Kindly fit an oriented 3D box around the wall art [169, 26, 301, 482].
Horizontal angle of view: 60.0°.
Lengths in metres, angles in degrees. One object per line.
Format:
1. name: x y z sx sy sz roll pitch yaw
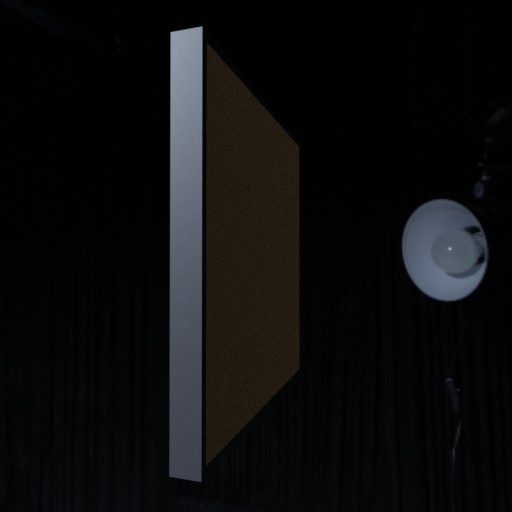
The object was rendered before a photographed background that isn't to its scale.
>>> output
1. wall art: 0.000 0.000 0.743 0.040 0.509 0.509 0 -1 18
